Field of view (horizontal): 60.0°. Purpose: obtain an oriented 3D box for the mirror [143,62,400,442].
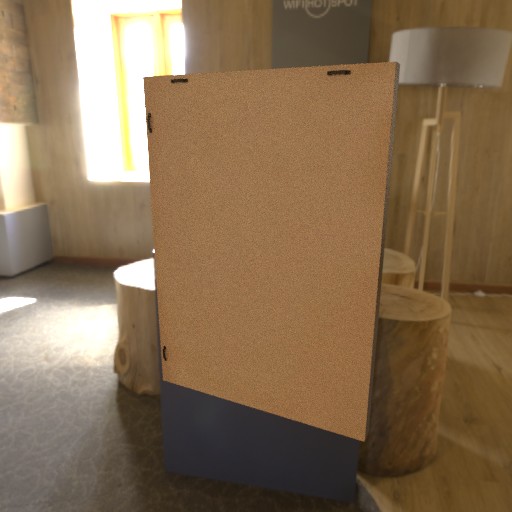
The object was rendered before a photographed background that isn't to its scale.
[{"bbox_3d":[0.000,0.000,0.916,0.507,0.710,0.039,8,18,25],"label":"mirror"}]
